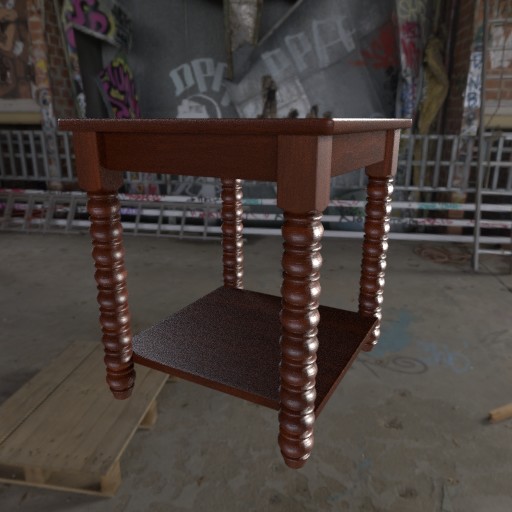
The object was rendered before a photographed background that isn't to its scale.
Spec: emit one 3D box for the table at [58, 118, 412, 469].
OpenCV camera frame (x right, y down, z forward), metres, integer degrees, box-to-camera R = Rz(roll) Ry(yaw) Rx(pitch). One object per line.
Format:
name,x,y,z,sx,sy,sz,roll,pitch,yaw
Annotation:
table,0.000,0.000,0.957,0.500,0.567,0.533,9,19,27
